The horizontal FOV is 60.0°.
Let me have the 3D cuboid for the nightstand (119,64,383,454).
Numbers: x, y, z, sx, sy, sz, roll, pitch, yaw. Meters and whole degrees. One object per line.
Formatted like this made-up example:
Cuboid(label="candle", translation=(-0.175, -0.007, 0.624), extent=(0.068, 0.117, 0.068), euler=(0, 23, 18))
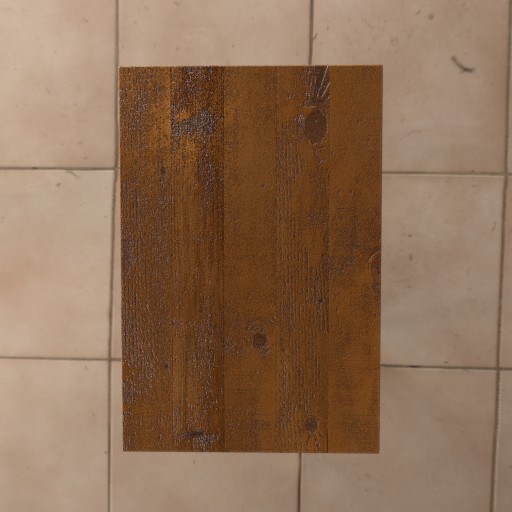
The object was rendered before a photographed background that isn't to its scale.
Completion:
Cuboid(label="nightstand", translation=(0.000, 0.000, 1.041), extent=(0.450, 0.599, 0.650), euler=(0, 92, 1))
